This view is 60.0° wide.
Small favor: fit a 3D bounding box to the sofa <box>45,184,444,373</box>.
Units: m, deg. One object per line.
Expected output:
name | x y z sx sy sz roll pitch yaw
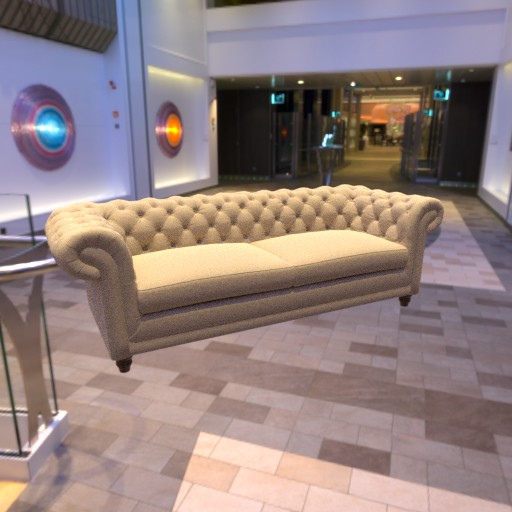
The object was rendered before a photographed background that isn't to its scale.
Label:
sofa | 0.000 0.000 3.208 2.694 0.847 1.076 -8 17 -26
